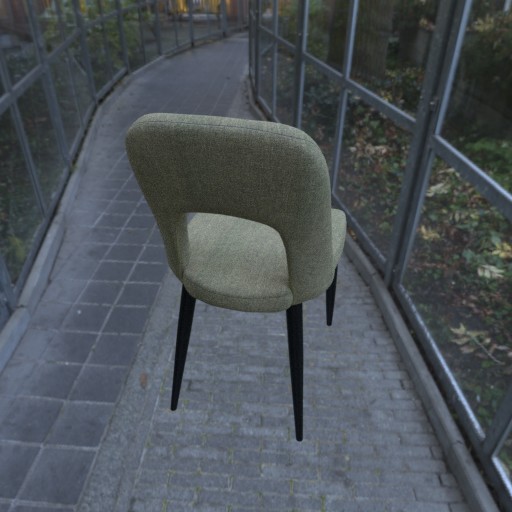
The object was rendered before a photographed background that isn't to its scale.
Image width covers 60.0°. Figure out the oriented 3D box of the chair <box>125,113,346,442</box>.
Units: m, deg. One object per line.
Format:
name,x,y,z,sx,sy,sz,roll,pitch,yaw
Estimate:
chair,0.000,0.000,1.268,0.470,0.931,0.612,9,34,14
